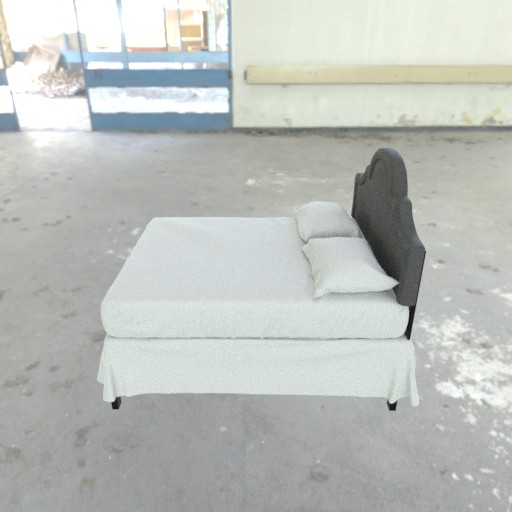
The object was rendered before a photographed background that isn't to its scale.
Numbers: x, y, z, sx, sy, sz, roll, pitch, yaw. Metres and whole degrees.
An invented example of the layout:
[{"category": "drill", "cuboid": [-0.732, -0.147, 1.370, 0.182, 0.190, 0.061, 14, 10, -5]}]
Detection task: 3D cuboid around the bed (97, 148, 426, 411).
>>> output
[{"category": "bed", "cuboid": [0.000, 0.000, 3.427, 2.222, 1.634, 1.780, 0, 26, 0]}]
